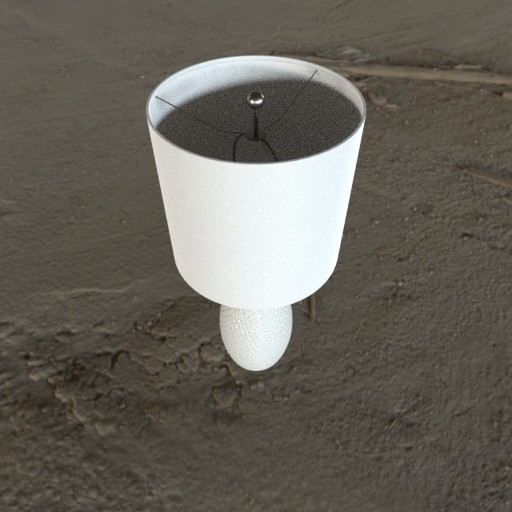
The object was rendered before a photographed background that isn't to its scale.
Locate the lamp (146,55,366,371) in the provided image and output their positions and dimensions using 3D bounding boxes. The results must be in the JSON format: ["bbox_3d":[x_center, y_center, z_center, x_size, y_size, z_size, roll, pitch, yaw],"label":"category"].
[{"bbox_3d":[0.000,0.000,0.602,0.214,0.466,0.214,32,55,26],"label":"lamp"}]
